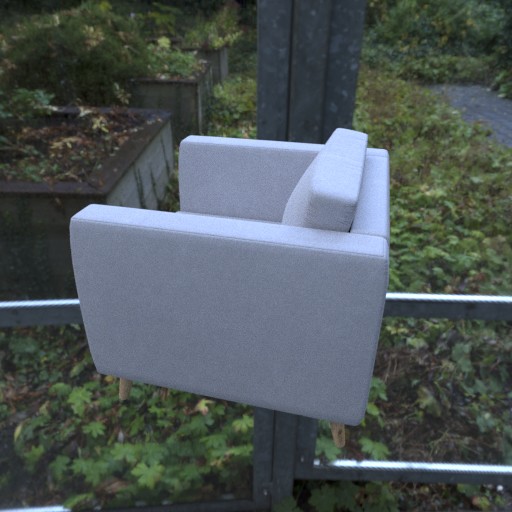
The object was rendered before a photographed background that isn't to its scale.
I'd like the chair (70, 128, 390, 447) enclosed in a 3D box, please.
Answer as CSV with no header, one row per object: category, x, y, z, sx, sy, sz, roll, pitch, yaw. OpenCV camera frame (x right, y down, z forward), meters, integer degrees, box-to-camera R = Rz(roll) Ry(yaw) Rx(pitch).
chair,0.000,0.000,1.723,0.930,0.860,1.000,7,31,13
